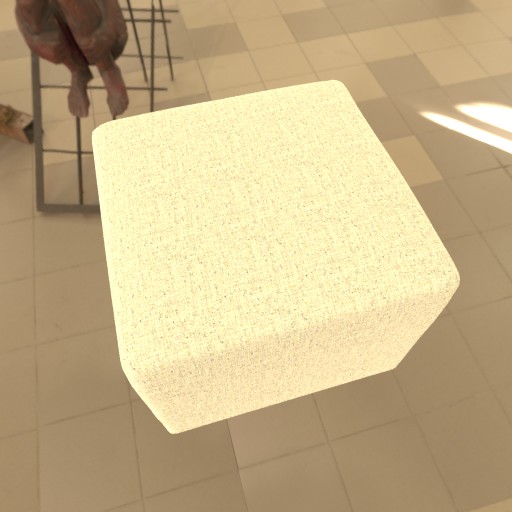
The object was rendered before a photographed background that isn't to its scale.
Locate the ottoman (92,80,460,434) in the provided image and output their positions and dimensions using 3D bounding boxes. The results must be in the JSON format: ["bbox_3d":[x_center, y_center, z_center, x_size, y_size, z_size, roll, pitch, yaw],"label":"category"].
[{"bbox_3d":[0.000,0.000,0.908,0.521,0.453,0.512,-14,59,-9],"label":"ottoman"}]
